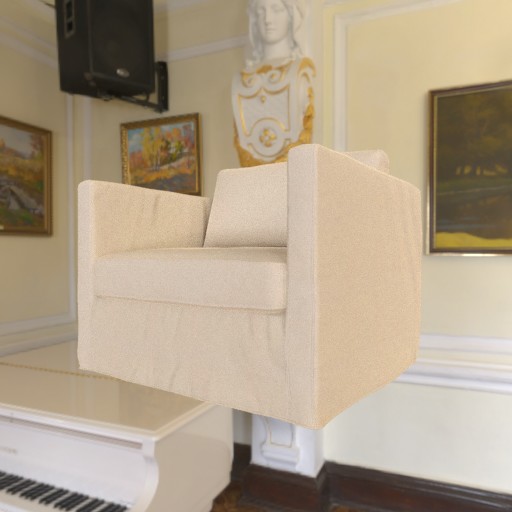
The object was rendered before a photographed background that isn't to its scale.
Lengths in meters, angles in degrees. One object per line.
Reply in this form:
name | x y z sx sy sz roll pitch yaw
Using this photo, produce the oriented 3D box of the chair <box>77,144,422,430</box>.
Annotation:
chair | 0.000 0.000 1.753 1.057 0.851 0.947 0 0 36
